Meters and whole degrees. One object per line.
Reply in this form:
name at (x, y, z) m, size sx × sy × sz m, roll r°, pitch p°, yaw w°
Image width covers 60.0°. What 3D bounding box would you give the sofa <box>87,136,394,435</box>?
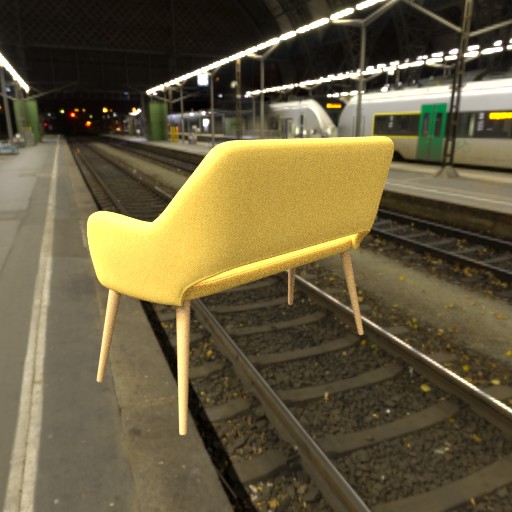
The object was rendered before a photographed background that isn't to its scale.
sofa at (0.000, 0.000, 1.617) m, size 1.150 × 0.840 × 0.610 m, roll -15°, pitch 22°, yaw -42°
